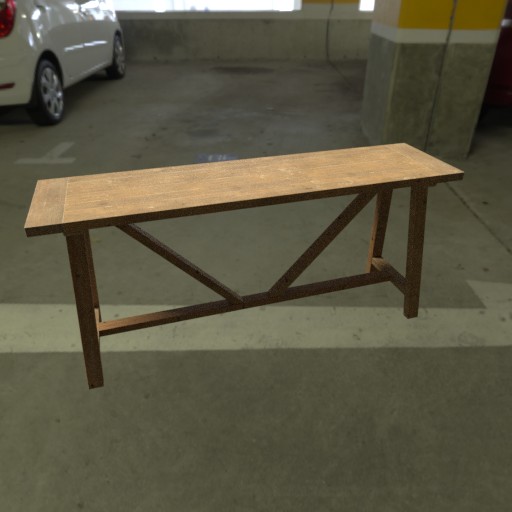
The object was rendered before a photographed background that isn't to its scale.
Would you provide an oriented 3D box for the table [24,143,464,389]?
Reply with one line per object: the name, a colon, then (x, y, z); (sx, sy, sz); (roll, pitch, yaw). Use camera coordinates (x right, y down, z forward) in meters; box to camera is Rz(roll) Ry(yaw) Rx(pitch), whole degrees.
table: (0.000, 0.000, 2.136); (1.800, 0.810, 0.465); (-9, 32, -15)
